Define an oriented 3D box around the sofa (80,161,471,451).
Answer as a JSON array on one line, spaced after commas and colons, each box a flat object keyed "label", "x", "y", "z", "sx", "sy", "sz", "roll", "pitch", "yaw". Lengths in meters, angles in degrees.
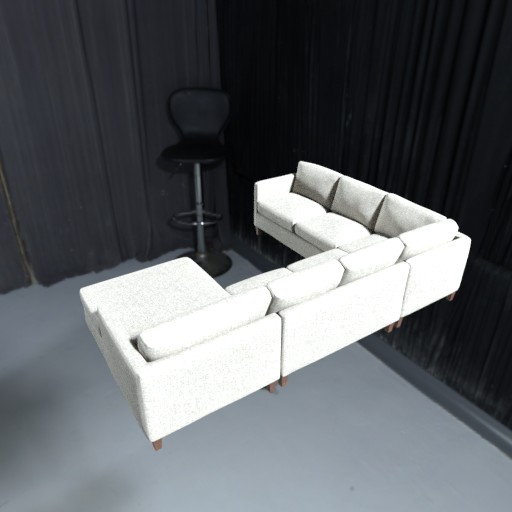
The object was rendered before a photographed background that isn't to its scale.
[{"label": "sofa", "x": 0.000, "y": 0.000, "z": 4.585, "sx": 3.460, "sy": 0.959, "sz": 2.593, "roll": -18, "pitch": 34, "yaw": -29}]
